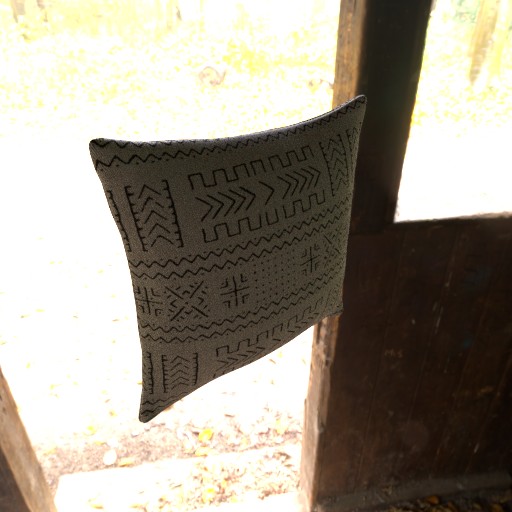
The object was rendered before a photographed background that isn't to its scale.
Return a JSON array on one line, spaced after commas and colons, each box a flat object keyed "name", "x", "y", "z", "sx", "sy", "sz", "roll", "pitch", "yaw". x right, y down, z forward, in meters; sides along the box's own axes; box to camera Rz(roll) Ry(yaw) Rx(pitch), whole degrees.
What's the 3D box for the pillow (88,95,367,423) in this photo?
[{"name": "pillow", "x": 0.000, "y": 0.000, "z": 0.673, "sx": 0.438, "sy": 0.430, "sz": 0.164, "roll": -21, "pitch": 36, "yaw": -32}]
